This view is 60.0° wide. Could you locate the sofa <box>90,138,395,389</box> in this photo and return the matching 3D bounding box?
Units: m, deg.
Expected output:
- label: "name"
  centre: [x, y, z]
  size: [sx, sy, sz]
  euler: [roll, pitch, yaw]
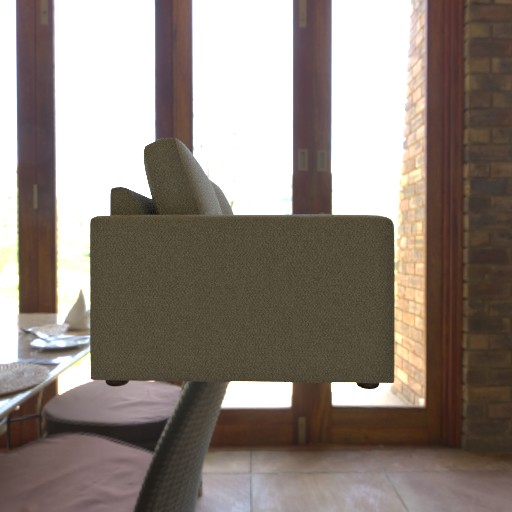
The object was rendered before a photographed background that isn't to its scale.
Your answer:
- label: "sofa"
  centre: [0.000, 0.000, 2.206]
  size: [1.016, 0.873, 1.616]
  euler: [0, 1, 2]
